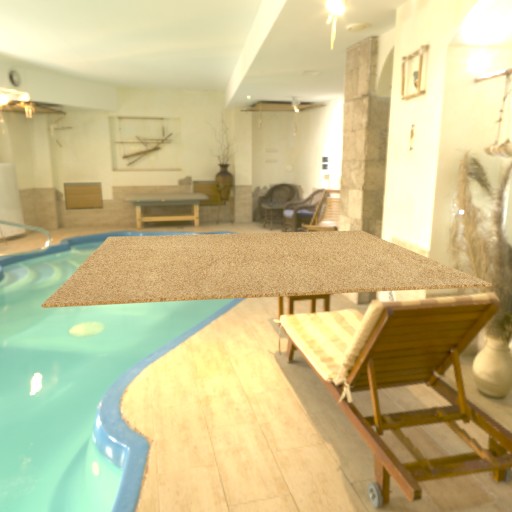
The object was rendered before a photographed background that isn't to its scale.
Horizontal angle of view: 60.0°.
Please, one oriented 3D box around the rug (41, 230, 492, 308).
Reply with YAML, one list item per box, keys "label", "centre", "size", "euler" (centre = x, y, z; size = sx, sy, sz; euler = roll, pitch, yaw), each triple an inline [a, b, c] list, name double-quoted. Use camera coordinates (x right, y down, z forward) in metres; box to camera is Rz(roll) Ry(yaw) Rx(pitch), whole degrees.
- label: "rug"
  centre: [0.000, 0.000, 4.065]
  size: [3.000, 0.025, 2.400]
  euler: [-2, 13, -9]
